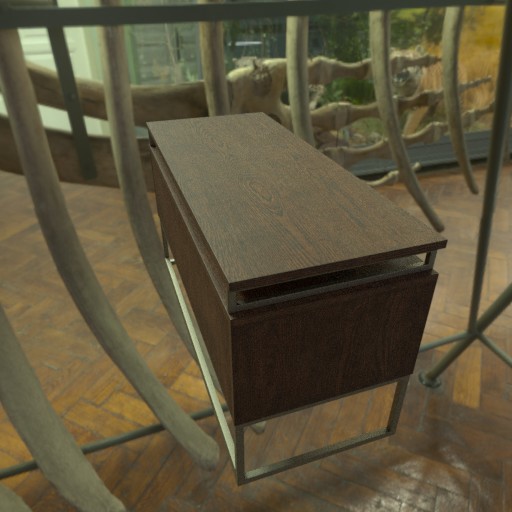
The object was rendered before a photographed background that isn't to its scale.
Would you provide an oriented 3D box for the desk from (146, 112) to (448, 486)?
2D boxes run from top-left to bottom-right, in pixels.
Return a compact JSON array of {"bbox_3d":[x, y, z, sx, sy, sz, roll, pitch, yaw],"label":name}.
[{"bbox_3d":[0.000,0.000,1.819,0.610,0.792,1.384,-10,33,-16],"label":"desk"}]
